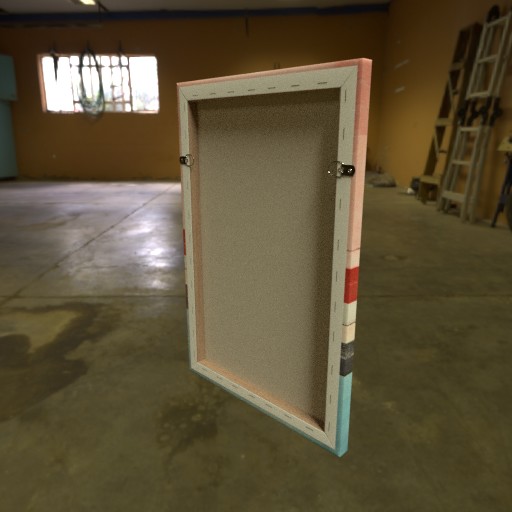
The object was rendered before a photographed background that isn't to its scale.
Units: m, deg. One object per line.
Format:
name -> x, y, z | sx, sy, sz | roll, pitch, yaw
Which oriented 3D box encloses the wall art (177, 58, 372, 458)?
wall art -> 0.000, 0.000, 1.193 | 0.610, 0.914, 0.038 | 14, 21, 43
